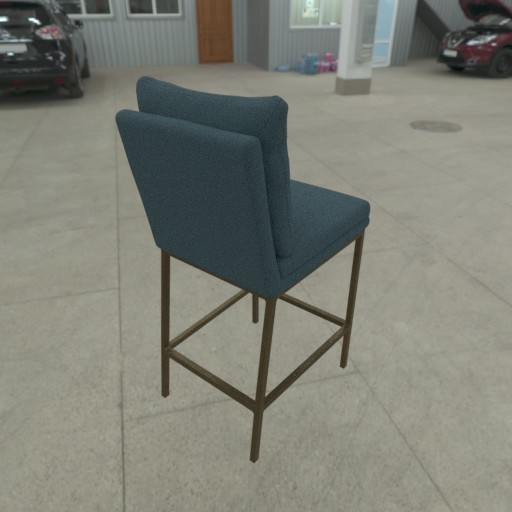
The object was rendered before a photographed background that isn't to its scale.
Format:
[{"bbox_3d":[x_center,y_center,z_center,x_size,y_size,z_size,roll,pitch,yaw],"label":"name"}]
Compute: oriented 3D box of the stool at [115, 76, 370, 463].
[{"bbox_3d":[0.000,0.000,1.353,0.463,1.032,0.568,22,36,33],"label":"stool"}]
